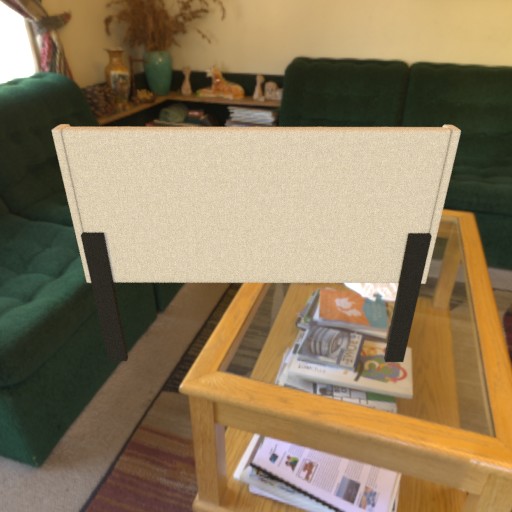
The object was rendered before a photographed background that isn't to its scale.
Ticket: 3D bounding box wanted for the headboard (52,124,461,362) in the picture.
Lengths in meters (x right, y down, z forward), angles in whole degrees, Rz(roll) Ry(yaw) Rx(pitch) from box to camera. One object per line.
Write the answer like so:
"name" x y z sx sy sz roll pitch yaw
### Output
"headboard" 0.000 0.000 2.645 2.051 1.524 0.184 0 30 0
